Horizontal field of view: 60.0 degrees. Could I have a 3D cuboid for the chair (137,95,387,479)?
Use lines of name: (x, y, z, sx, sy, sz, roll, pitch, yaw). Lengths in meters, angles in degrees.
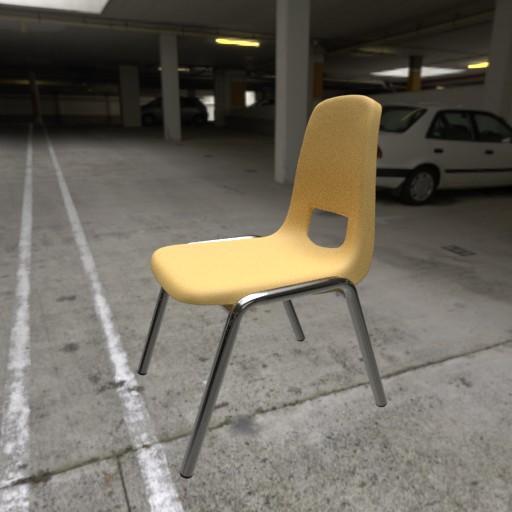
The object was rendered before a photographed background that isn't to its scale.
chair: (0.000, 0.000, 0.844, 0.423, 0.586, 0.354, -8, 18, -25)
